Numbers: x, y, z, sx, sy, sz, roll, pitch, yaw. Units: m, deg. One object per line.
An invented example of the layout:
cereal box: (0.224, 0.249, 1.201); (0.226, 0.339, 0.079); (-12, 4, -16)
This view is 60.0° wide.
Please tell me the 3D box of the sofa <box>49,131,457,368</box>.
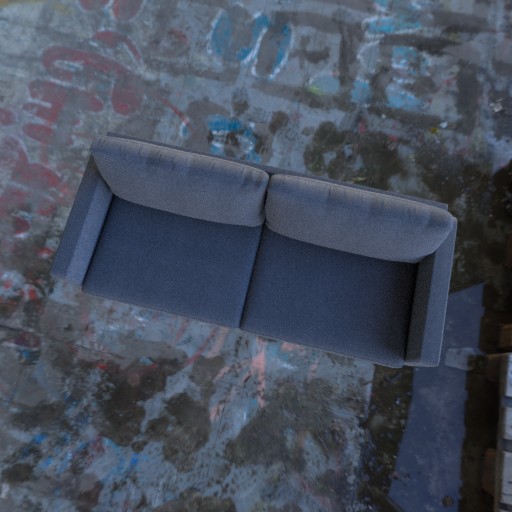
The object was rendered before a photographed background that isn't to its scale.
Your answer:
sofa: (0.000, 0.000, 2.586); (2.100, 0.880, 0.880); (13, 77, 3)
